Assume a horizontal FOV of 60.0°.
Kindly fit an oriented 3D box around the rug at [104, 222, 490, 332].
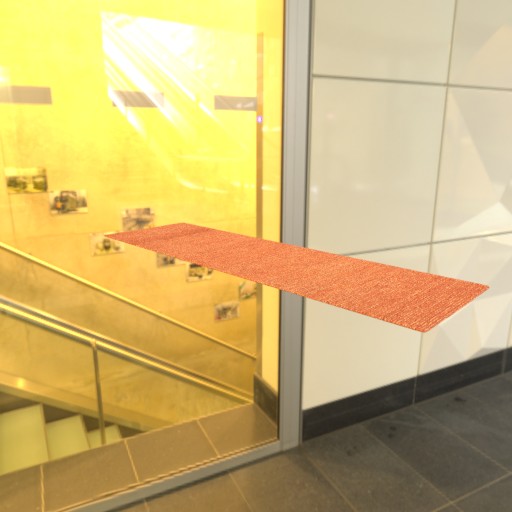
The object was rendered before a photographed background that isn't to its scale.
[{"bbox_3d":[0.000,0.000,2.552,2.307,0.012,0.687,14,20,42],"label":"rug"}]
